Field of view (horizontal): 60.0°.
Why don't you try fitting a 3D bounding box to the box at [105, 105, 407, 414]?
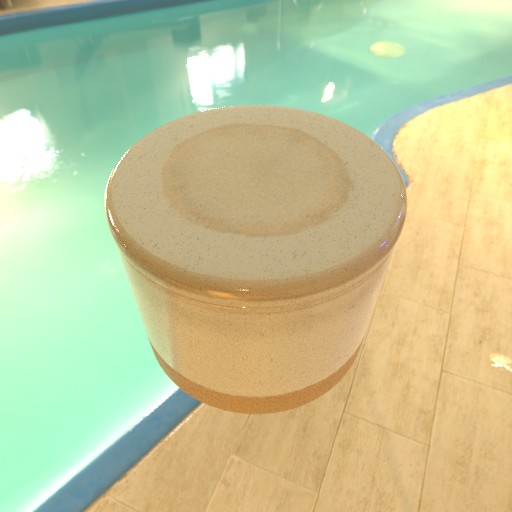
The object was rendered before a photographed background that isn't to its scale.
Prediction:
[{"bbox_3d":[0.000,0.000,0.271,0.154,0.123,0.154,0,46,0],"label":"box"}]
